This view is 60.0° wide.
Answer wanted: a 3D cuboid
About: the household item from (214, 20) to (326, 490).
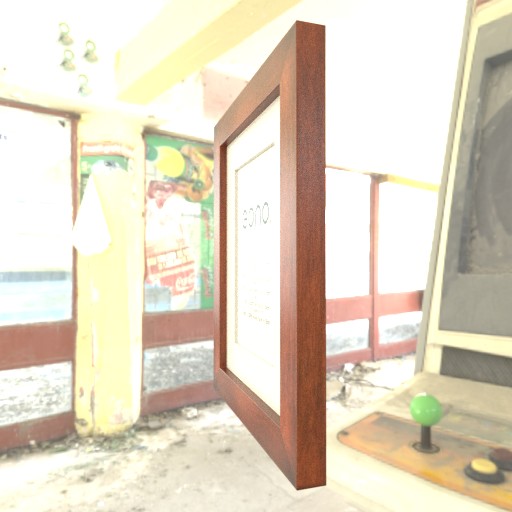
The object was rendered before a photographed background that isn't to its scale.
[{"bbox_3d":[0.000,0.000,0.334,0.020,0.250,0.200,0,-1,-18],"label":"household item"}]
